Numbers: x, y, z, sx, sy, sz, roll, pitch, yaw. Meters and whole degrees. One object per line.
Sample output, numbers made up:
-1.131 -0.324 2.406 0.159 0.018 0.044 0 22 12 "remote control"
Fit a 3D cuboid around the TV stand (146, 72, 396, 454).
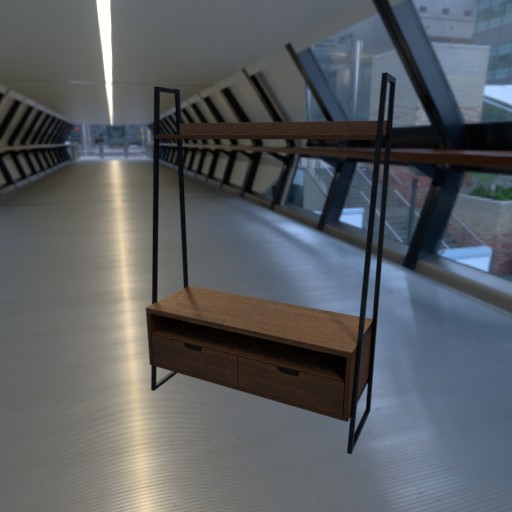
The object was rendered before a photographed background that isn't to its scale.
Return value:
0.000 0.000 2.385 1.250 1.772 0.432 8 17 26 "TV stand"
